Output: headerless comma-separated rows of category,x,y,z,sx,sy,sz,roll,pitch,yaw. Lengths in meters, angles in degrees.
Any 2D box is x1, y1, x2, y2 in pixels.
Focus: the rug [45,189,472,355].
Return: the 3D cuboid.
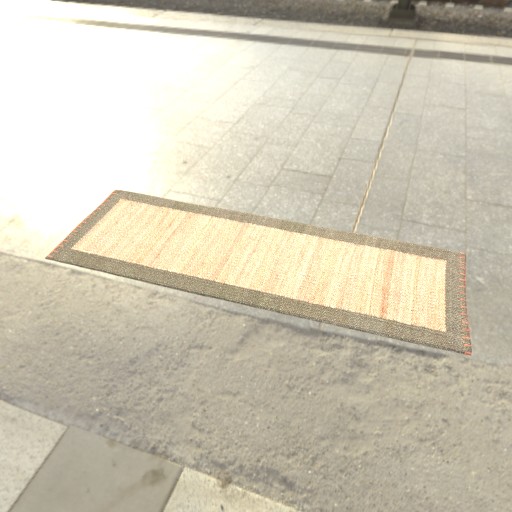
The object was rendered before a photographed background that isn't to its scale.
rug,0.000,0.000,2.673,2.413,0.016,0.810,12,42,13
